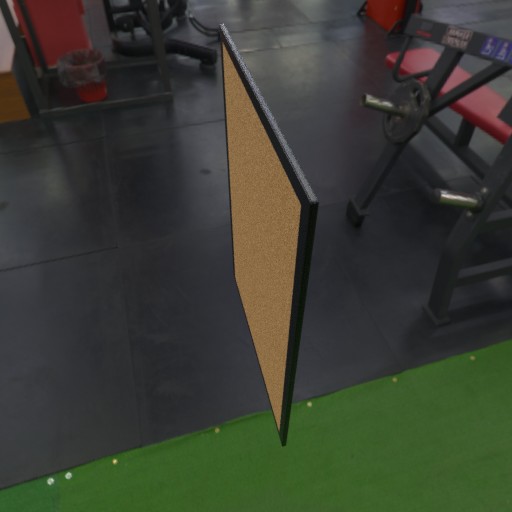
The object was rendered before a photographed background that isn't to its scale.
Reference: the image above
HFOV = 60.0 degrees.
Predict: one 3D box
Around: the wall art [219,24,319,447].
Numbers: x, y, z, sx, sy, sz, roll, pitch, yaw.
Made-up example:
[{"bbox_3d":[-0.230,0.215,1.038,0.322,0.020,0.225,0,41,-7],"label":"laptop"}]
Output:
[{"bbox_3d":[0.000,0.000,1.231,0.013,0.967,0.707,-10,48,-9],"label":"wall art"}]
